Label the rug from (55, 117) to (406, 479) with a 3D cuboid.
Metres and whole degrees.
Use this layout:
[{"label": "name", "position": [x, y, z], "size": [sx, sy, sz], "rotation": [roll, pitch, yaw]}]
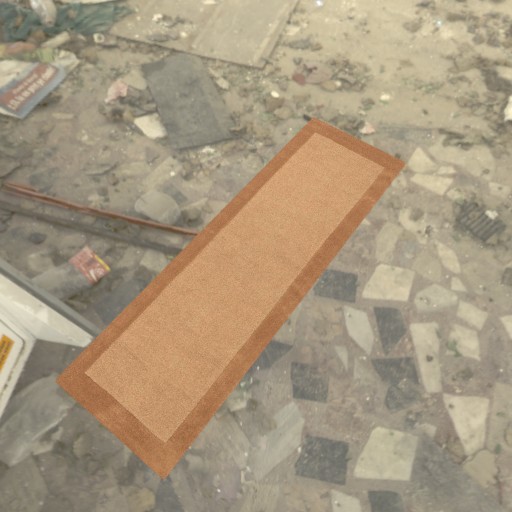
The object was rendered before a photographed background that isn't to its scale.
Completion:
[{"label": "rug", "position": [0.000, 0.000, 2.663], "size": [0.764, 0.017, 2.439], "rotation": [33, 64, 18]}]
